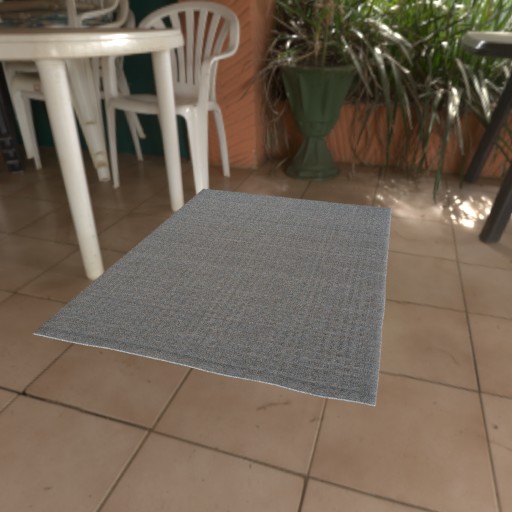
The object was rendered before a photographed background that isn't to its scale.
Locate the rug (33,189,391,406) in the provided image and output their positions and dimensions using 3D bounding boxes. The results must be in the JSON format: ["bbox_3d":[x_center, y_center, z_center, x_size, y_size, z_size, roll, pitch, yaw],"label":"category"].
[{"bbox_3d":[0.000,0.000,4.267,2.443,0.007,3.200,8,30,15],"label":"rug"}]
